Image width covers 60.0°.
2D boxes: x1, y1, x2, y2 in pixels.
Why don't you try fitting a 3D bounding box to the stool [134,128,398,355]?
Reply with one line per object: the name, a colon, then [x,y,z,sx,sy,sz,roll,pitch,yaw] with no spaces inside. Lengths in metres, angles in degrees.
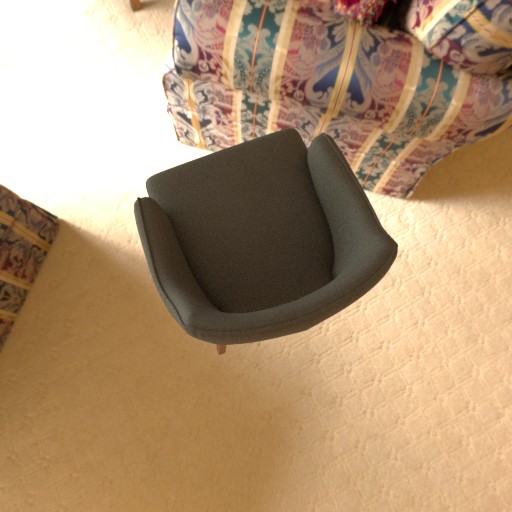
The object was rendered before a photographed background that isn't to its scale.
stool: [0.000,0.000,1.347,0.548,1.012,0.558,-20,76,-5]
